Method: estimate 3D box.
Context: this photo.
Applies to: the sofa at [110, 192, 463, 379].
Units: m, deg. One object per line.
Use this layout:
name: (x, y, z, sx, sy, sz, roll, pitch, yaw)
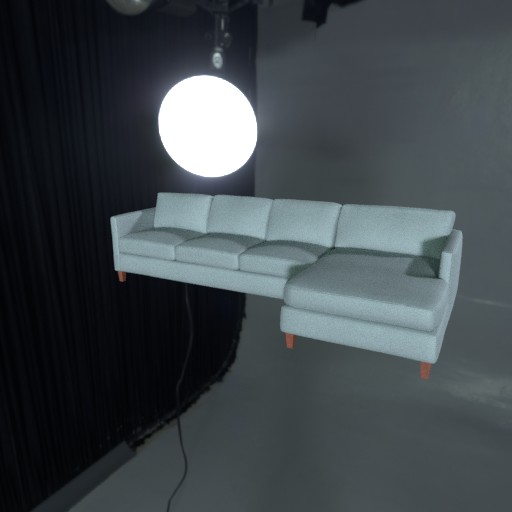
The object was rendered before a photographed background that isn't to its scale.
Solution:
sofa: (0.000, 0.000, 4.192, 3.471, 0.950, 1.604, 7, 16, 27)
